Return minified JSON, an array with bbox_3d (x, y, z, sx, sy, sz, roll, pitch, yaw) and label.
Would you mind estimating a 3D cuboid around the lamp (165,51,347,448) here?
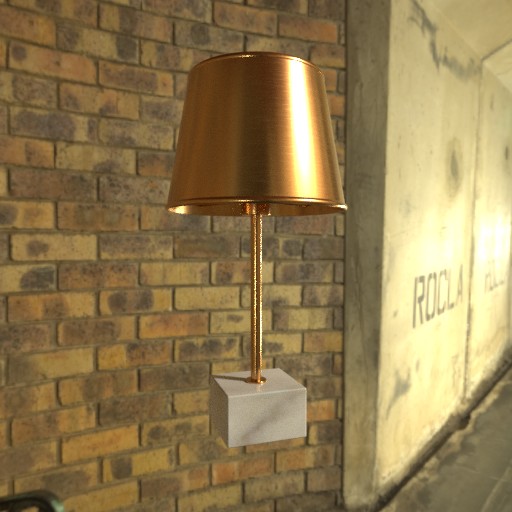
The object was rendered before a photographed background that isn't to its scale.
[{"bbox_3d":[0.000,0.000,0.518,0.208,0.406,0.208,0,2,0],"label":"lamp"}]
